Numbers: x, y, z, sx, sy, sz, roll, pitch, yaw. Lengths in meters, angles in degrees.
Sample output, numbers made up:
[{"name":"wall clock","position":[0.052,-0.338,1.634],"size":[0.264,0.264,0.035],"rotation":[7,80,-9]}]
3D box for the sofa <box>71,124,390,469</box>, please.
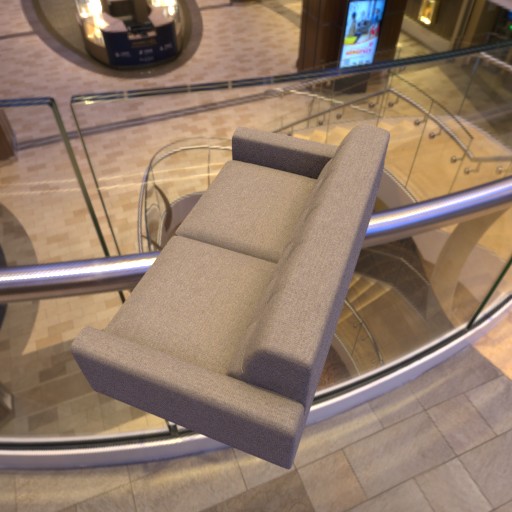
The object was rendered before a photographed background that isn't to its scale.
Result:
[{"name":"sofa","position":[0.000,0.000,2.148],"size":[0.909,0.841,1.631],"rotation":[16,50,14]}]
